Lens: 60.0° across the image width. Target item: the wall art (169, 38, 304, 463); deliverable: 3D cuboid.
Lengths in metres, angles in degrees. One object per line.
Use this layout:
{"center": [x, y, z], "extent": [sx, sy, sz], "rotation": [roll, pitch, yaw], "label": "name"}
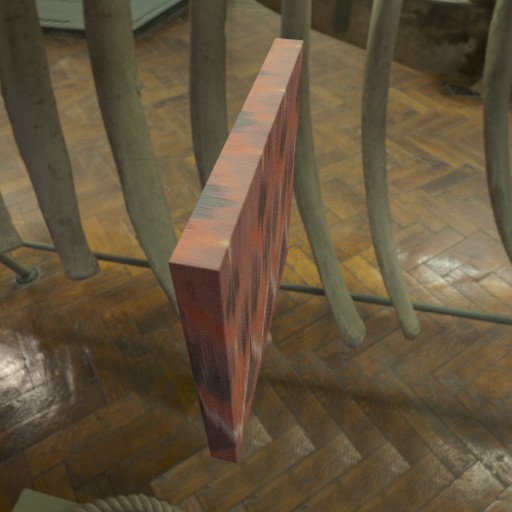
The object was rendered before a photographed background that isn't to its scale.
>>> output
{"center": [0.000, 0.000, 0.594], "extent": [0.038, 0.406, 0.403], "rotation": [9, 48, 8], "label": "wall art"}
